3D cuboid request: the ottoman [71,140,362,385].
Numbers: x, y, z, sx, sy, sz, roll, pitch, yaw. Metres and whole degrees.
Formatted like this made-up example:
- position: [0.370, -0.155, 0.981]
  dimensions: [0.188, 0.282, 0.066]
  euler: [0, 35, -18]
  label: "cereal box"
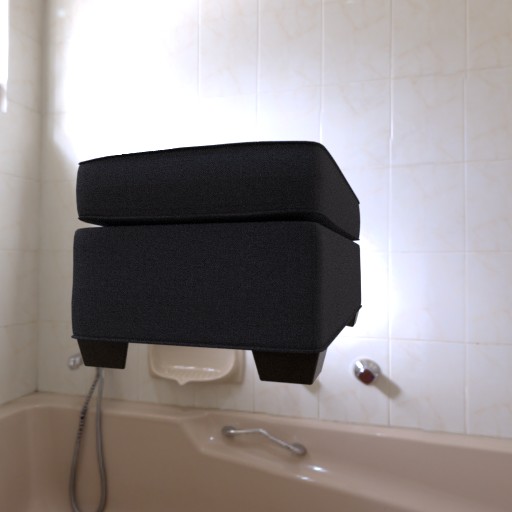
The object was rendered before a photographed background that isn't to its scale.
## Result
- position: [0.000, 0.000, 1.206]
  dimensions: [0.505, 0.453, 0.895]
  euler: [0, -1, 18]
  label: "ottoman"
